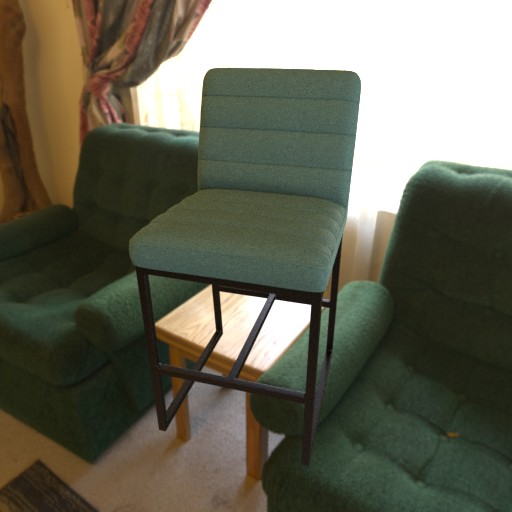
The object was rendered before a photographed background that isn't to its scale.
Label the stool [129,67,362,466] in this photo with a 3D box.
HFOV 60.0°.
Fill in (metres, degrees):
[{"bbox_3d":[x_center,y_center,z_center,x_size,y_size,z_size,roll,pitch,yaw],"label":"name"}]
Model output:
[{"bbox_3d":[0.000,0.000,1.237,0.460,0.940,0.560,7,27,14],"label":"stool"}]
